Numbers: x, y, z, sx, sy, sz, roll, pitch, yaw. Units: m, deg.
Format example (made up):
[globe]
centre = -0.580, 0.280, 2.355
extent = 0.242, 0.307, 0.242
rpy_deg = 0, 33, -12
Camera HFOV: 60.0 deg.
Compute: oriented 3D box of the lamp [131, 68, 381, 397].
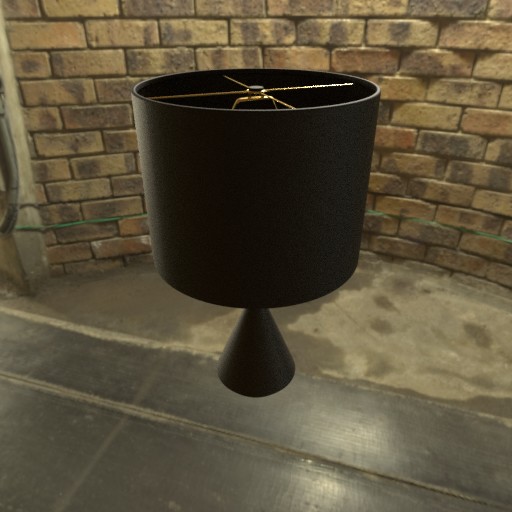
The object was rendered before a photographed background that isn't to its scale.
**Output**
[lamp]
centre = 0.000, 0.000, 0.799
extent = 0.359, 0.584, 0.359
rpy_deg = -11, 32, -18
